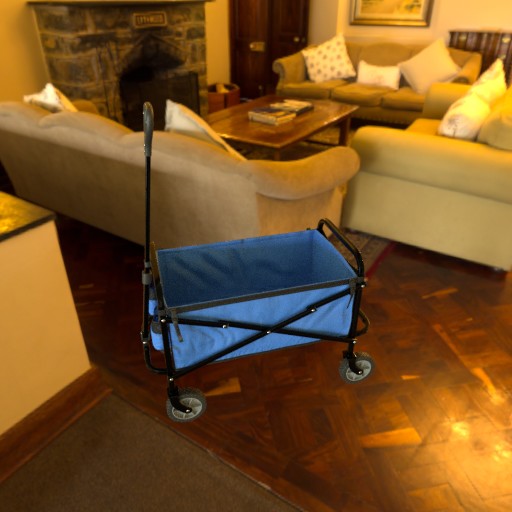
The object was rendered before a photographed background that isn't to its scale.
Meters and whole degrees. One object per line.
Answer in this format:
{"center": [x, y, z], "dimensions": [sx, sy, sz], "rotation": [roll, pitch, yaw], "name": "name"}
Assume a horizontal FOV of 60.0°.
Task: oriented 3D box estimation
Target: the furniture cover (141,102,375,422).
{"center": [0.000, 0.000, 1.883], "dimensions": [1.038, 1.295, 0.532], "rotation": [-8, 32, -14], "name": "furniture cover"}
